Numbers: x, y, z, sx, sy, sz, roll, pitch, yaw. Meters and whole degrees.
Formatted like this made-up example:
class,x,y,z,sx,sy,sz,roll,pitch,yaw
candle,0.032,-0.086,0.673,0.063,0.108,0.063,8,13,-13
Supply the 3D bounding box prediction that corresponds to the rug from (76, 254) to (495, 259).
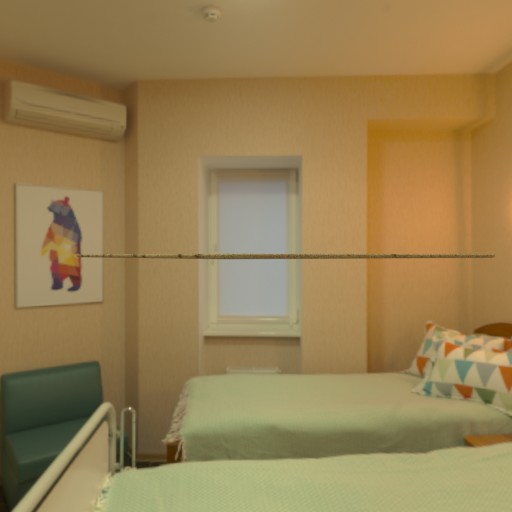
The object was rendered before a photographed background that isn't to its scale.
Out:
class,x,y,z,sx,sy,sz,roll,pitch,yaw
rug,0.000,0.000,3.938,2.399,0.026,3.000,0,0,-34
